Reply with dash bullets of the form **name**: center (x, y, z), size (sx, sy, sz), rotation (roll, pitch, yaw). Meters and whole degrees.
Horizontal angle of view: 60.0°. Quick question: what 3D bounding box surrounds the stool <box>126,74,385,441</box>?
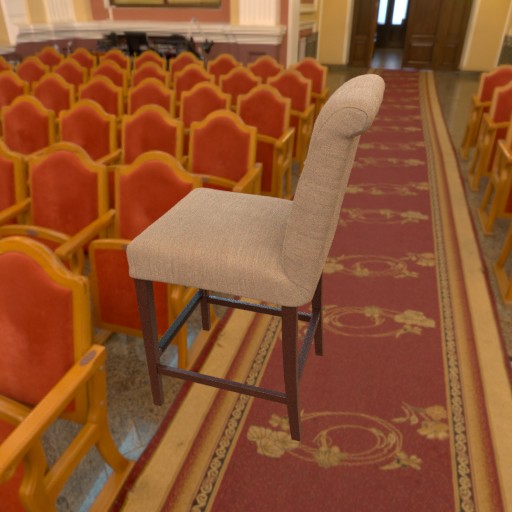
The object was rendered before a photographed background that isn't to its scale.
- **stool**: center (0.000, 0.000, 1.440), size (0.660, 1.084, 0.486), rotation (9, 31, 15)
